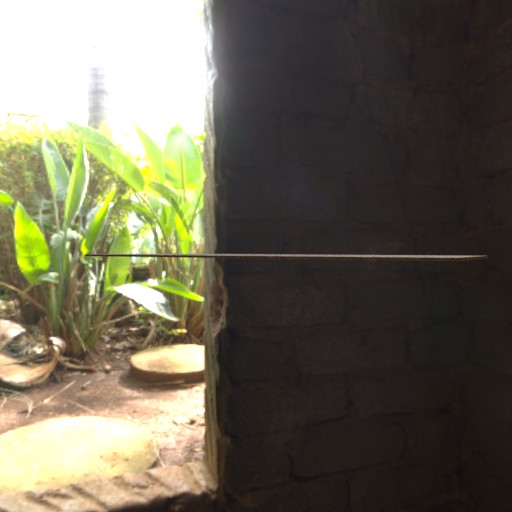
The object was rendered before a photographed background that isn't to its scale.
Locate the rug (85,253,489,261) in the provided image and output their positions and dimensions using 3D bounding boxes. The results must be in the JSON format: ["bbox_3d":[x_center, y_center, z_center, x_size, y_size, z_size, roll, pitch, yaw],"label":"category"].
[{"bbox_3d":[0.000,0.000,2.540,2.289,0.013,0.691,1,1,36],"label":"rug"}]
